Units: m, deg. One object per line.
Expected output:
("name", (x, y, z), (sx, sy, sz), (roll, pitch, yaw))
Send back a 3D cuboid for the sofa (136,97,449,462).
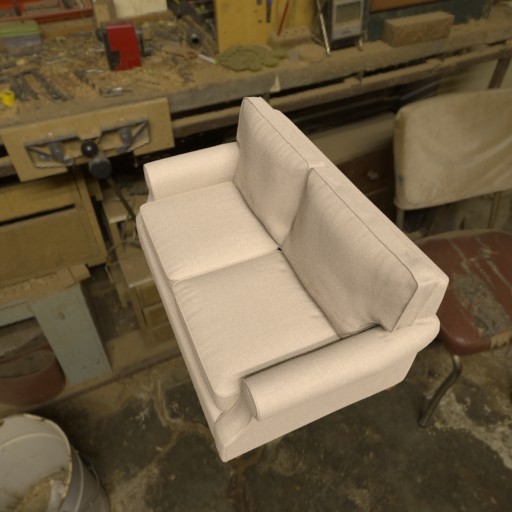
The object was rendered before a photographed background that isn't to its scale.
("sofa", (0.000, 0.000, 2.217), (0.964, 0.937, 1.665), (-17, 48, -17))
